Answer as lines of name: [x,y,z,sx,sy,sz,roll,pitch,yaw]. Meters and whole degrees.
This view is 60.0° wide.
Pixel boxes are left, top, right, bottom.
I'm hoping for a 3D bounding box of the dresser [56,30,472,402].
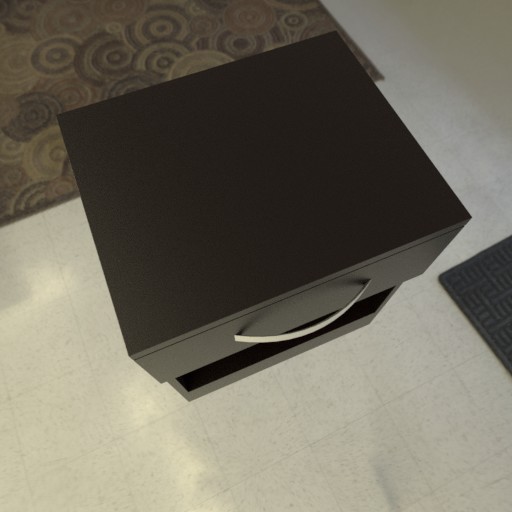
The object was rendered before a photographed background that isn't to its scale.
dresser: [0.000,0.000,0.738,0.400,0.470,0.360,-21,67,-10]
